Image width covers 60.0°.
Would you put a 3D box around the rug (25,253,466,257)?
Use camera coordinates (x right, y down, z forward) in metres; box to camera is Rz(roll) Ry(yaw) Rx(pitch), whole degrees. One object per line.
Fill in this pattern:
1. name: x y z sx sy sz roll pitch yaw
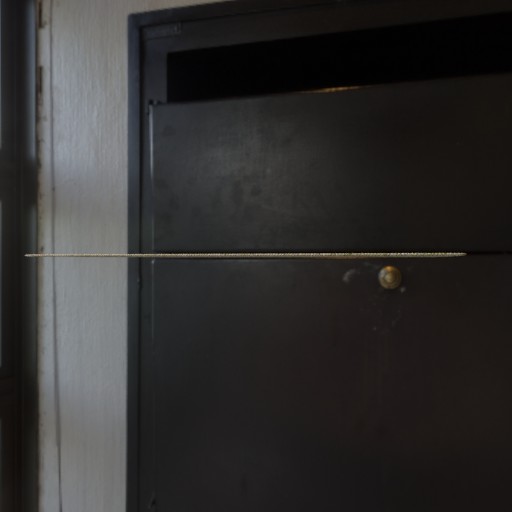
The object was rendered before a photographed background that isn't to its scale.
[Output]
1. rug: 0.000 0.000 2.190 1.758 0.010 1.143 0 0 18
